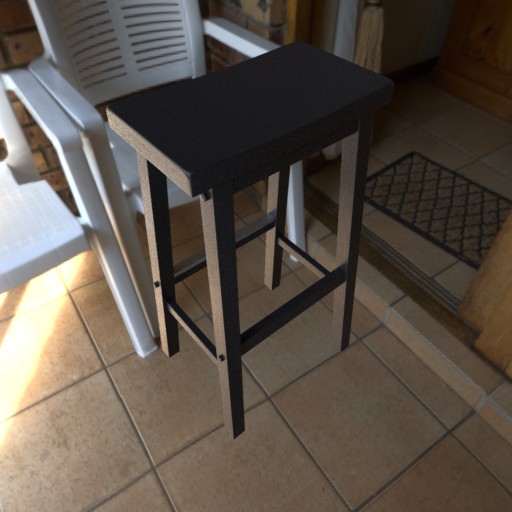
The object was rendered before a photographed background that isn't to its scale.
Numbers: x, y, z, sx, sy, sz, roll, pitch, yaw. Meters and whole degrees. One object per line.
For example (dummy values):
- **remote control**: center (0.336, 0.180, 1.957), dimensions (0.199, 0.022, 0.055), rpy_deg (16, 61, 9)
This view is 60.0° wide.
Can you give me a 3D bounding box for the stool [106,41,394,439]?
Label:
- **stool**: center (0.000, 0.000, 0.964), dimensions (0.406, 0.742, 0.322), rpy_deg (-31, 54, -26)
